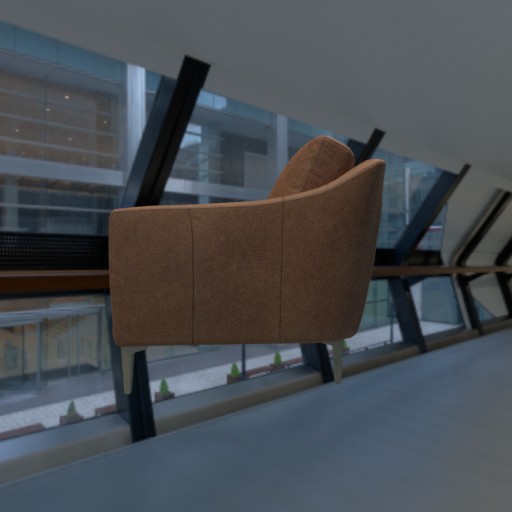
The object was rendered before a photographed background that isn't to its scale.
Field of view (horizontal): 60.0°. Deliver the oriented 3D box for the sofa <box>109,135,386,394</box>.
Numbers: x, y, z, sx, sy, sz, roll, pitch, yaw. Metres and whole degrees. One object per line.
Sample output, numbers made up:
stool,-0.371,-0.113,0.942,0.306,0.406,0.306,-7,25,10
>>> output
sofa,0.000,0.000,2.217,0.960,0.902,1.619,0,0,1
